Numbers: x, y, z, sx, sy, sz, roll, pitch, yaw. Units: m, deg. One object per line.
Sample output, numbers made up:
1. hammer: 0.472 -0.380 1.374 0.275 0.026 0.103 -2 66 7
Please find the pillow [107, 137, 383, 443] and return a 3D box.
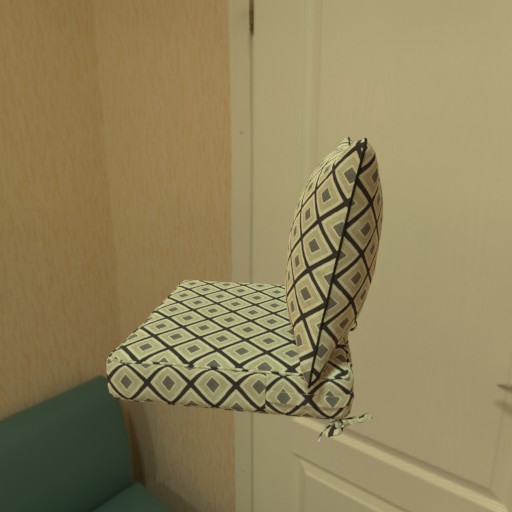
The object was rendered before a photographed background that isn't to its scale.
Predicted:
1. pillow: 0.000 0.000 1.385 0.733 0.722 0.798 2 16 8
